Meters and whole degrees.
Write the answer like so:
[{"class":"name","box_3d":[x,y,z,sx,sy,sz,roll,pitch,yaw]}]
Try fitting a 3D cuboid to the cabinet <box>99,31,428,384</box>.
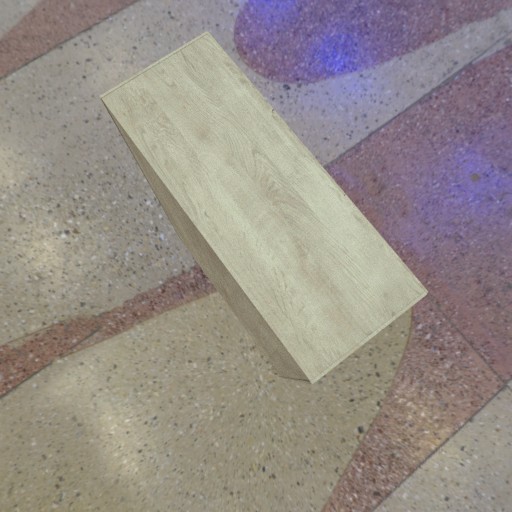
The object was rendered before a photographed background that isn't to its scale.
[{"class":"cabinet","box_3d":[0.000,0.000,2.491,0.510,1.910,1.290,-35,78,-9]}]
